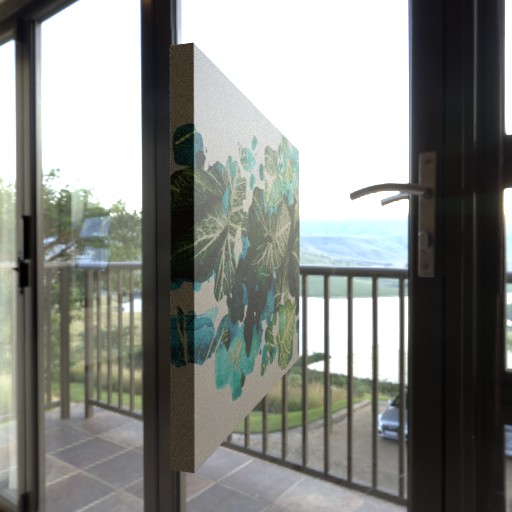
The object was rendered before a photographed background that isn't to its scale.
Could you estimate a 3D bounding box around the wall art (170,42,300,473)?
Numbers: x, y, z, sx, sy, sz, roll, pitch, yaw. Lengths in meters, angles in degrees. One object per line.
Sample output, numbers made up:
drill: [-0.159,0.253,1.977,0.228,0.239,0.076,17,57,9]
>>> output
wall art: [0.000,0.000,0.970,0.043,0.610,0.711,0,1,18]
